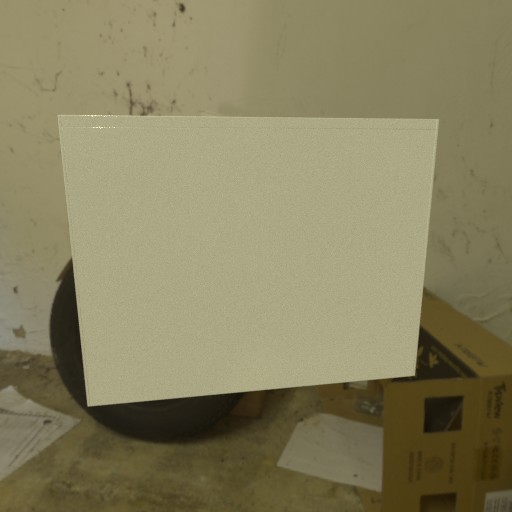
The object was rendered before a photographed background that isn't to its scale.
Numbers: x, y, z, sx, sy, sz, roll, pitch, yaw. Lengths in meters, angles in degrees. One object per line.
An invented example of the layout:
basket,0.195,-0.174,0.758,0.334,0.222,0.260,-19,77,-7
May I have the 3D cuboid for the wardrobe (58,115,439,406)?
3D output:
wardrobe,0.000,0.000,4.004,3.000,2.360,0.580,-2,14,-10
